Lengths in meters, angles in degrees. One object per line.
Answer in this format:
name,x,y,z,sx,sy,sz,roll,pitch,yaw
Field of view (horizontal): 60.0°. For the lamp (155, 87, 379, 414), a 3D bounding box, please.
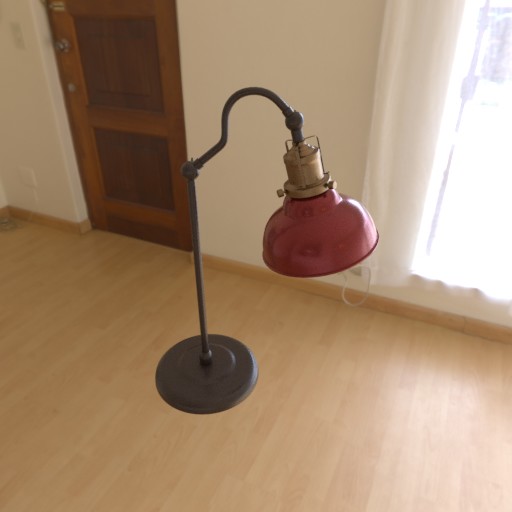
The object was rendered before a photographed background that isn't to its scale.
lamp,0.000,0.000,0.704,0.374,0.508,0.192,0,30,0
